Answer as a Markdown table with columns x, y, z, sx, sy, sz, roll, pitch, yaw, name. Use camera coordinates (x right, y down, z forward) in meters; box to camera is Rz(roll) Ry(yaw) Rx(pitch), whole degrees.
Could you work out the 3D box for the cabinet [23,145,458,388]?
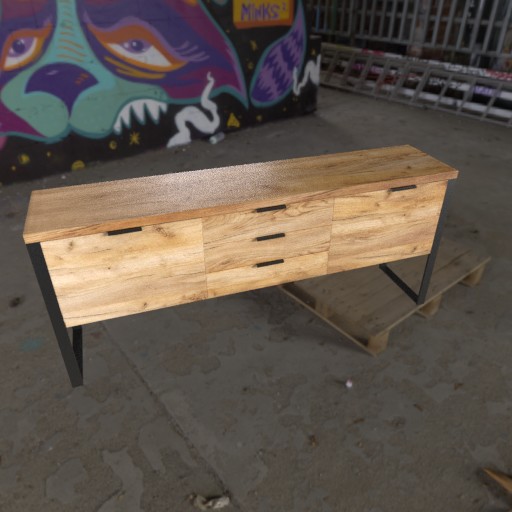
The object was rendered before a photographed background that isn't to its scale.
| x | y | z | sx | sy | sz | roll | pitch | yaw | name |
| --- | --- | --- | --- | --- | --- | --- | --- | --- | --- |
| 0.000 | 0.000 | 2.102 | 1.800 | 0.762 | 0.395 | -10 | 34 | -16 | cabinet |
